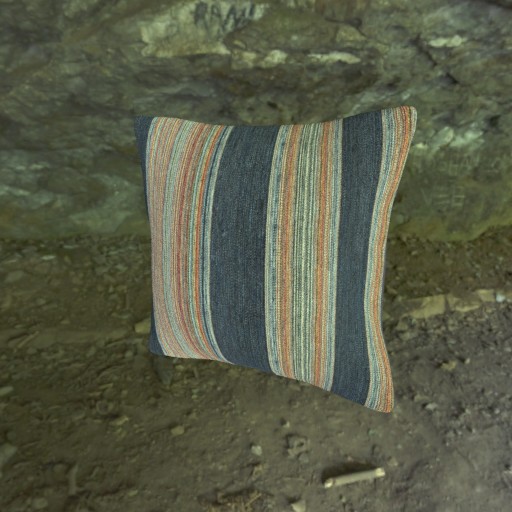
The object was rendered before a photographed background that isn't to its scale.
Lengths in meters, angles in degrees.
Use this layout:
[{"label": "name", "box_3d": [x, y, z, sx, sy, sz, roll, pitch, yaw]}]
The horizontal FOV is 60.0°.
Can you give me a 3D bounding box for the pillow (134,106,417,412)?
[{"label": "pillow", "box_3d": [0.000, 0.000, 0.671, 0.437, 0.419, 0.136, 7, 16, 25]}]
